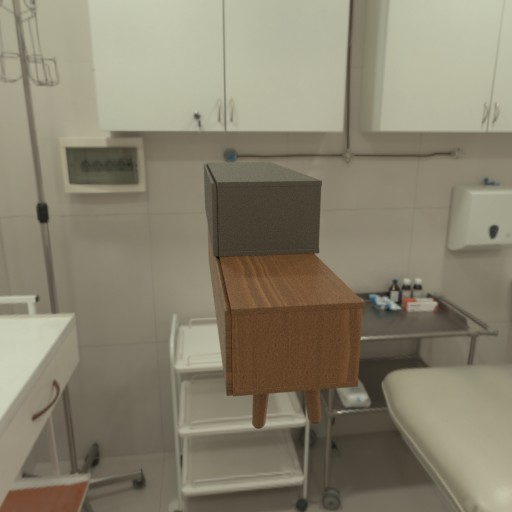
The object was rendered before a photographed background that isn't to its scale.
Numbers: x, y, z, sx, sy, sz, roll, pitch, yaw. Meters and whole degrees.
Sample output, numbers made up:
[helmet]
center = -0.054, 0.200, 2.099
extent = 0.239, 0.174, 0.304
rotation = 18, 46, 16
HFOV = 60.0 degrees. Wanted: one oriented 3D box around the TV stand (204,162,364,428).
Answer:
[TV stand]
center = 0.000, 0.000, 1.618
extent = 0.329, 0.591, 1.336
rotation = -2, 16, -8
